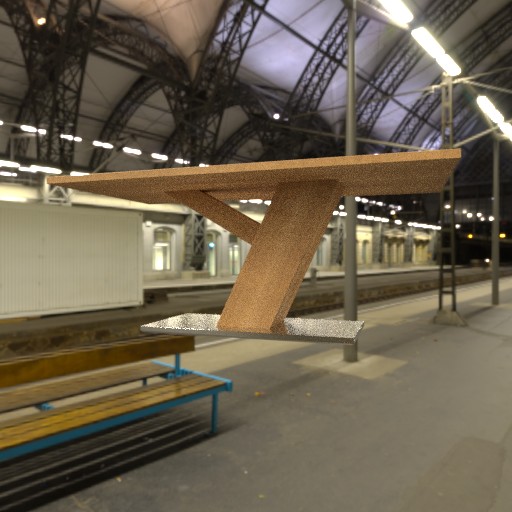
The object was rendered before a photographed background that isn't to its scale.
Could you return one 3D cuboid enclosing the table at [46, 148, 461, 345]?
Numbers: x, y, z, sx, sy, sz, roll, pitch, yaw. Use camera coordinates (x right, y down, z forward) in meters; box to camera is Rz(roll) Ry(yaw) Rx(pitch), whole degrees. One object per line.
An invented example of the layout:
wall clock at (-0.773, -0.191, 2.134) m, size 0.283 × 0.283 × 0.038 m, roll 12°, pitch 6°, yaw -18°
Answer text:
table at (0.000, 0.000, 2.251) m, size 1.800 × 0.750 × 0.900 m, roll 0°, pitch 0°, yaw 18°
